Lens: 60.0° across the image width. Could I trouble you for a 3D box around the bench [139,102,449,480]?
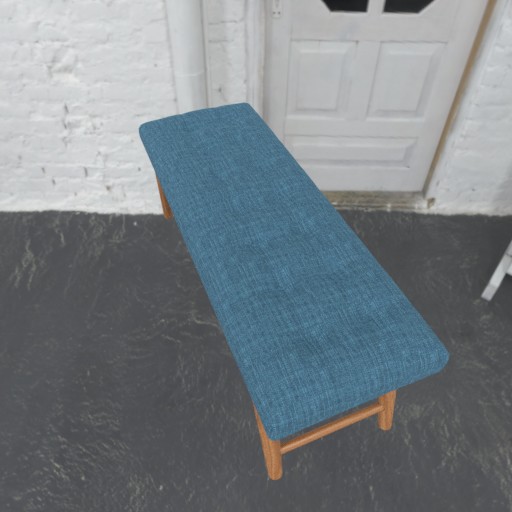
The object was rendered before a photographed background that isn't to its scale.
[{"bbox_3d":[0.000,0.000,1.322,0.406,0.432,1.118,-17,49,-15],"label":"bench"}]
